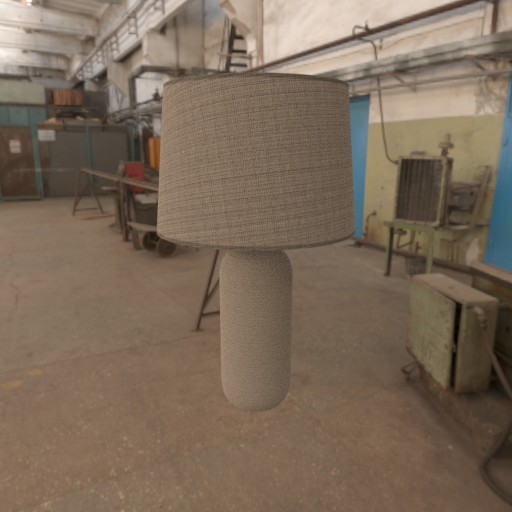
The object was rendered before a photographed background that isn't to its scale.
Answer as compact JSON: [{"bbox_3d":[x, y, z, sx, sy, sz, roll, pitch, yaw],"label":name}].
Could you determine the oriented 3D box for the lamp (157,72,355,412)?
[{"bbox_3d":[0.000,0.000,0.850,0.367,0.609,0.367,0,14,0],"label":"lamp"}]
